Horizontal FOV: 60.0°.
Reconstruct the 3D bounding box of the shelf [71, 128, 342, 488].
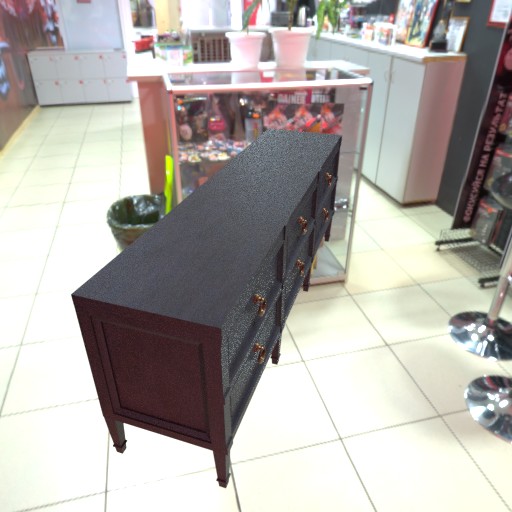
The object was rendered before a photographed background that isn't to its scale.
[{"bbox_3d":[0.000,0.000,2.139,0.471,0.715,1.878,10,32,16],"label":"shelf"}]
